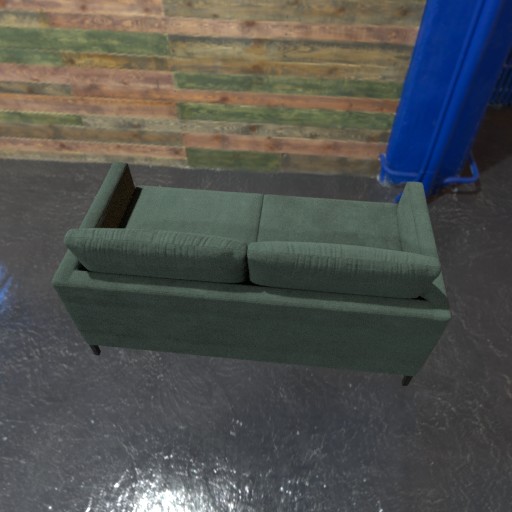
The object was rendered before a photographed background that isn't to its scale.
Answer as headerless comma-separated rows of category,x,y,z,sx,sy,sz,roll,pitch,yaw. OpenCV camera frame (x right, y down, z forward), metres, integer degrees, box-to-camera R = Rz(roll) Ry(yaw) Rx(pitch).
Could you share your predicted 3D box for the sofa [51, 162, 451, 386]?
sofa,0.000,0.000,2.237,1.676,0.817,0.875,5,49,4
